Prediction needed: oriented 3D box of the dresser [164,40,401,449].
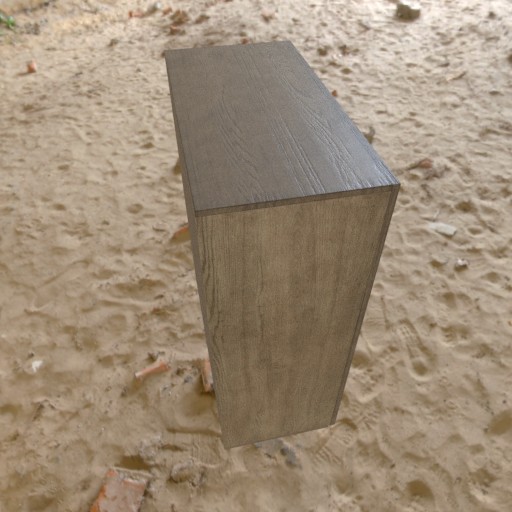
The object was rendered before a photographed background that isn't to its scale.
[{"bbox_3d":[0.000,0.000,1.783,0.483,1.295,0.967,-9,45,-9],"label":"dresser"}]
